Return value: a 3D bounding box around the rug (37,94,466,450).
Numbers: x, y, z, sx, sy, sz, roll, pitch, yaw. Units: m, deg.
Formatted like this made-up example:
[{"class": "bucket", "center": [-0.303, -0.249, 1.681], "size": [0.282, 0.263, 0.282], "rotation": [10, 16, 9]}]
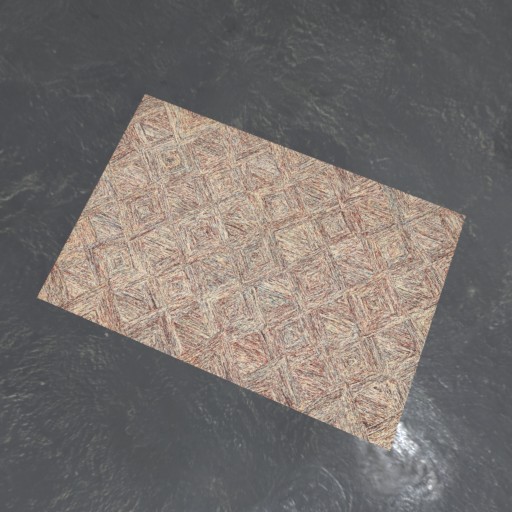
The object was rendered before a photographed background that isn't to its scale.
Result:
[{"class": "rug", "center": [0.000, 0.000, 2.788], "size": [2.285, 0.019, 1.523], "rotation": [22, 78, 5]}]
